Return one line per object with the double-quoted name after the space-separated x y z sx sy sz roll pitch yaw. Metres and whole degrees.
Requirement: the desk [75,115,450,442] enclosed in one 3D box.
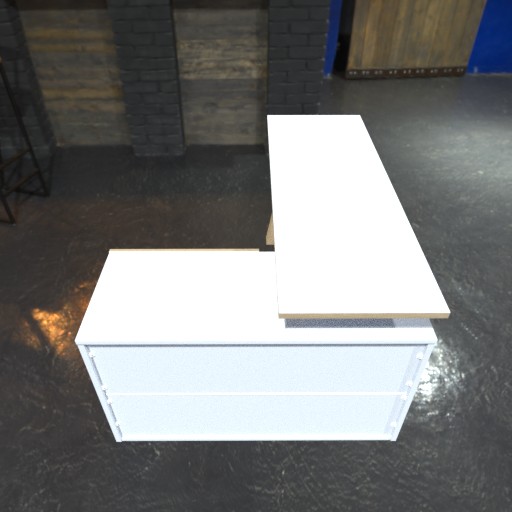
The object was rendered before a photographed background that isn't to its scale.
0.000 0.000 2.034 1.098 0.755 1.404 0 40 0 "desk"
